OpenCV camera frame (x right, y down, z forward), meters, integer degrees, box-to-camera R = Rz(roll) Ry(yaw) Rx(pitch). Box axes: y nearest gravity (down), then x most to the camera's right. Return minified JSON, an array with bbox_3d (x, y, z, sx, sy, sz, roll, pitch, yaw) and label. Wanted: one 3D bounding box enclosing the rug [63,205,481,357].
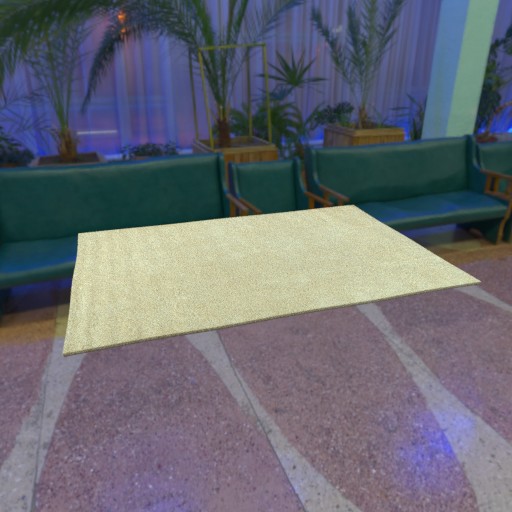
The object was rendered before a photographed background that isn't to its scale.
[{"bbox_3d":[0.000,0.000,3.479,2.699,0.025,1.800,-7,25,-16],"label":"rug"}]
